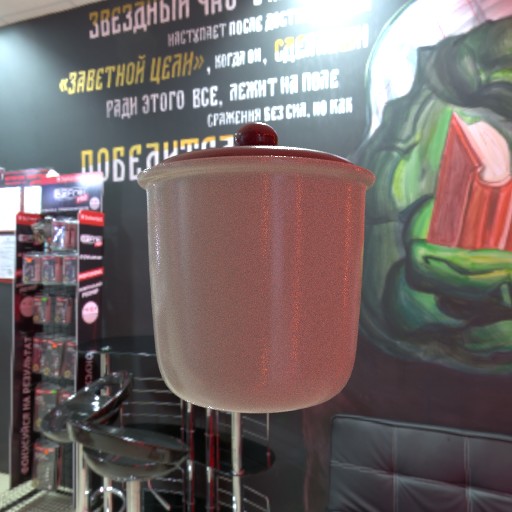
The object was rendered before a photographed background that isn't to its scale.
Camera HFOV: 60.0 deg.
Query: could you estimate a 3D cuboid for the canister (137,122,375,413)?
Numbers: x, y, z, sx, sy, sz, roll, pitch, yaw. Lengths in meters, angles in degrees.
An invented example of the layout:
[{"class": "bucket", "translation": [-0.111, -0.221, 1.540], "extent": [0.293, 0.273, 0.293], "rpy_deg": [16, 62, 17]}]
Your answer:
[{"class": "canister", "translation": [0.000, 0.000, 0.350], "extent": [0.182, 0.208, 0.182], "rpy_deg": [0, 0, 0]}]
